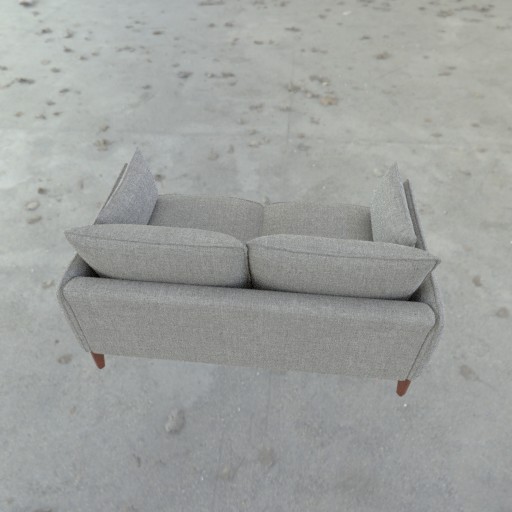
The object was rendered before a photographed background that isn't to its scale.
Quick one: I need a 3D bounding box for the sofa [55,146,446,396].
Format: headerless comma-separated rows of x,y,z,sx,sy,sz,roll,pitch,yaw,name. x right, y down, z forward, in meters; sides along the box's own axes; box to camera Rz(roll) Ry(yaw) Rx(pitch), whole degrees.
0.000,0.000,2.148,1.580,0.851,0.972,4,45,4,sofa
